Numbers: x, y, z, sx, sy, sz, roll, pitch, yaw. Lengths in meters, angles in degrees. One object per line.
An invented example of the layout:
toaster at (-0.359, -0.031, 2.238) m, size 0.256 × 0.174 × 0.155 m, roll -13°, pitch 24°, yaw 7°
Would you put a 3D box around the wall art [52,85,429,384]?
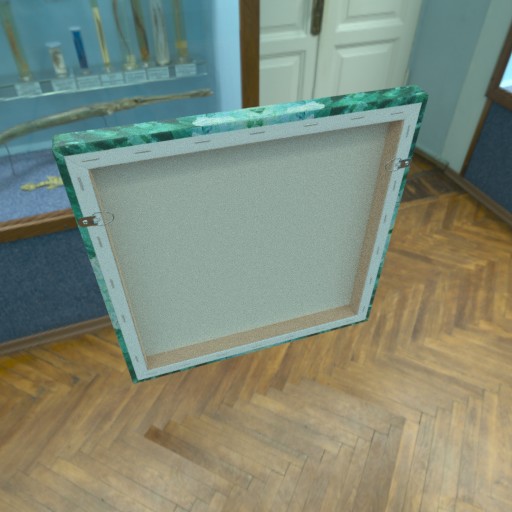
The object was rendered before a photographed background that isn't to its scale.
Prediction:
wall art at (0.000, 0.000, 0.750) m, size 0.507 × 0.508 × 0.038 m, roll -12°, pitch 44°, yaw -13°
